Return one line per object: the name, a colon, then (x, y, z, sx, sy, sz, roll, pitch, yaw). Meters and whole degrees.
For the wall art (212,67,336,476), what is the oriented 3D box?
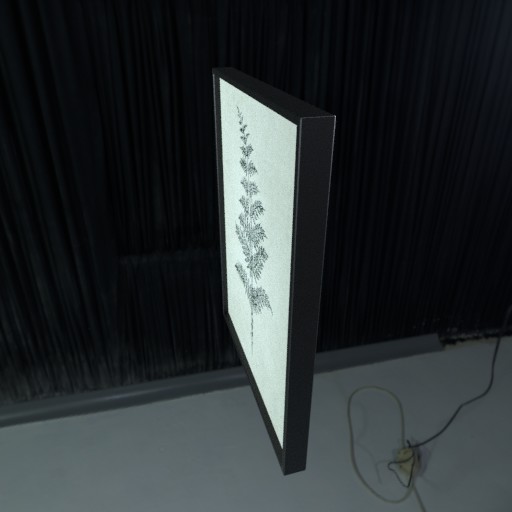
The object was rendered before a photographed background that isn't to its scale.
wall art: (0.000, 0.000, 0.763, 0.039, 0.555, 0.449, -8, 30, -14)
